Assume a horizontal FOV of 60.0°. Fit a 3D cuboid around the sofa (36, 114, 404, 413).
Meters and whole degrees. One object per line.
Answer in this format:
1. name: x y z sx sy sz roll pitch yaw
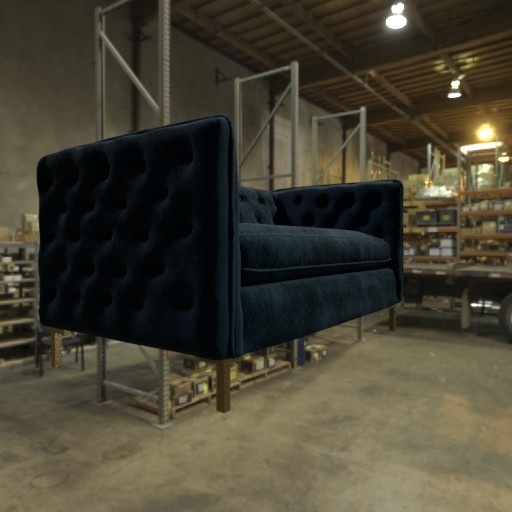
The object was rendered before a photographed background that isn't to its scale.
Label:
1. sofa: 0.000 0.000 2.013 0.909 0.810 1.583 1 2 35
